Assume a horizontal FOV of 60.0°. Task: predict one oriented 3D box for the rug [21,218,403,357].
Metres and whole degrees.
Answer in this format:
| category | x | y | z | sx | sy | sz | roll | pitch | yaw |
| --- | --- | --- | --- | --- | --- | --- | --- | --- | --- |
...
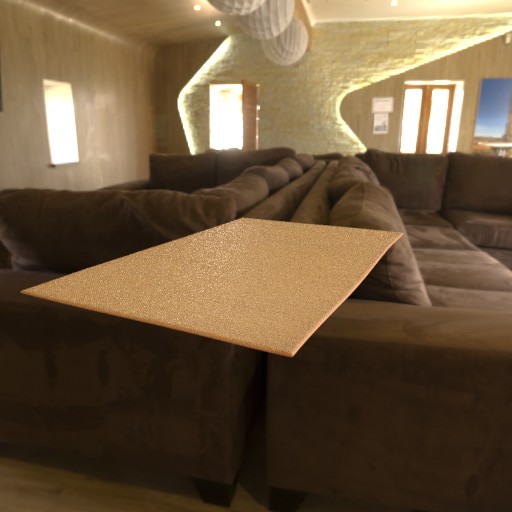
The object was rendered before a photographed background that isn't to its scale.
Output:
| category | x | y | z | sx | sy | sz | roll | pitch | yaw |
| --- | --- | --- | --- | --- | --- | --- | --- | --- | --- |
| rug | 0.000 | 0.000 | 2.089 | 1.078 | 0.013 | 1.678 | 8 | 17 | 26 |
